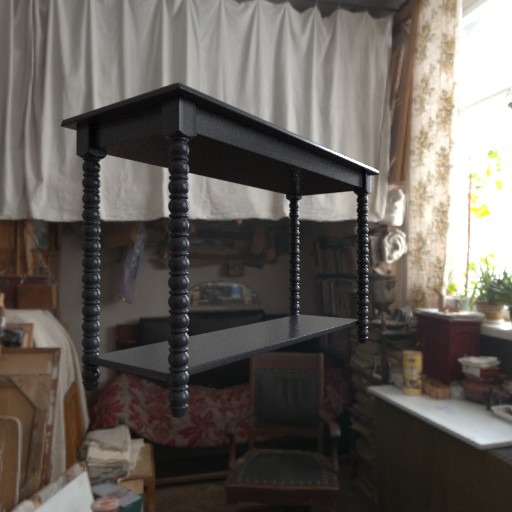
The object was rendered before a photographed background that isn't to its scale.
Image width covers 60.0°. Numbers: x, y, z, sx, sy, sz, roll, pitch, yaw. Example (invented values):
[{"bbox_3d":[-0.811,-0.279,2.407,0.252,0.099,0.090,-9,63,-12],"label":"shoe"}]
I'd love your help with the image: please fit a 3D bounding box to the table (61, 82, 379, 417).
[{"bbox_3d":[0.000,0.000,1.543,0.459,0.735,1.184,0,0,36],"label":"table"}]
